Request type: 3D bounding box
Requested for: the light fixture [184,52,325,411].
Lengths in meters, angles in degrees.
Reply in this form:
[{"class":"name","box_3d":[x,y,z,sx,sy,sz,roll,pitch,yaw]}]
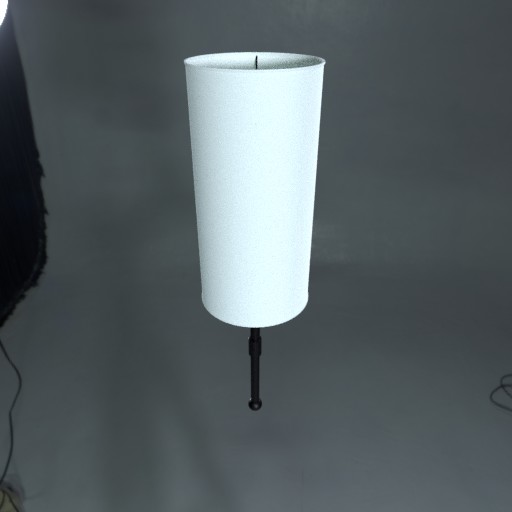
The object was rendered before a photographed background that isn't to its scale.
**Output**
[{"class":"light fixture","box_3d":[0.000,0.000,0.556,0.128,0.462,0.208,1,30,2]}]
